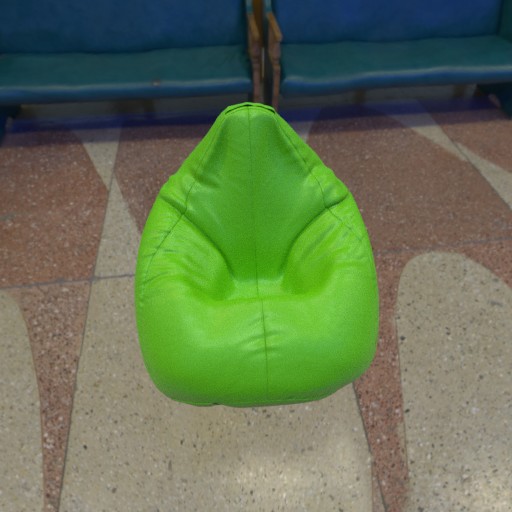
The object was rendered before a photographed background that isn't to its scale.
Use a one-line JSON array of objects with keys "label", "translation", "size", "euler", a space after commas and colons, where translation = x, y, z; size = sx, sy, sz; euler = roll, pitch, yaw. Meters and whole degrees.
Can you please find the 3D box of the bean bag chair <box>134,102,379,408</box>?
[{"label": "bean bag chair", "translation": [0.000, 0.000, 1.873], "size": [1.070, 0.990, 1.070], "euler": [-4, 46, -3]}]
